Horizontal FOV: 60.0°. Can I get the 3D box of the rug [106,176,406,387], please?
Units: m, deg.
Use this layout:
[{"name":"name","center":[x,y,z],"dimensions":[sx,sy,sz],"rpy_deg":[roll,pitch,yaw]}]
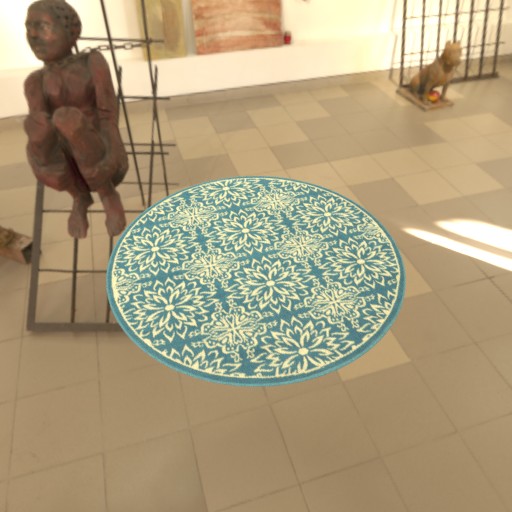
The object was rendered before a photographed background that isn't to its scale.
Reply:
[{"name":"rug","center":[0.000,0.000,2.427],"dimensions":[1.593,0.012,1.593],"rpy_deg":[0,43,0]}]
